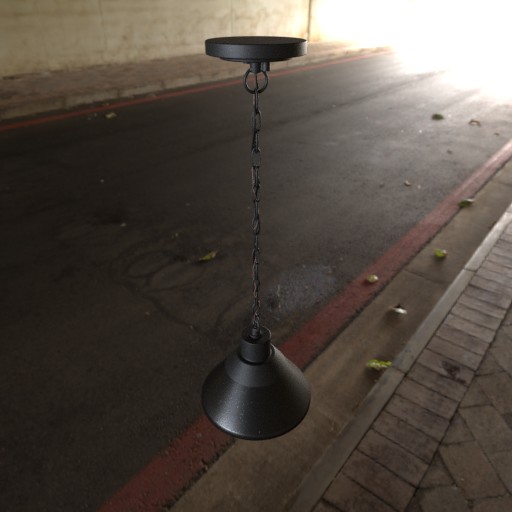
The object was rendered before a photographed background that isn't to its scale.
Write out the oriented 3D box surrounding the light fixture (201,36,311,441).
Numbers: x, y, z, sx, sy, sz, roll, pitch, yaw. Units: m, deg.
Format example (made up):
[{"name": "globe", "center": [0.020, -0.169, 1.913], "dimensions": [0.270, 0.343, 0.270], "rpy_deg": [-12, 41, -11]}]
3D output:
[{"name": "light fixture", "center": [0.000, 0.000, 0.669], "dimensions": [0.201, 0.588, 0.201], "rpy_deg": [-10, 32, -16]}]
